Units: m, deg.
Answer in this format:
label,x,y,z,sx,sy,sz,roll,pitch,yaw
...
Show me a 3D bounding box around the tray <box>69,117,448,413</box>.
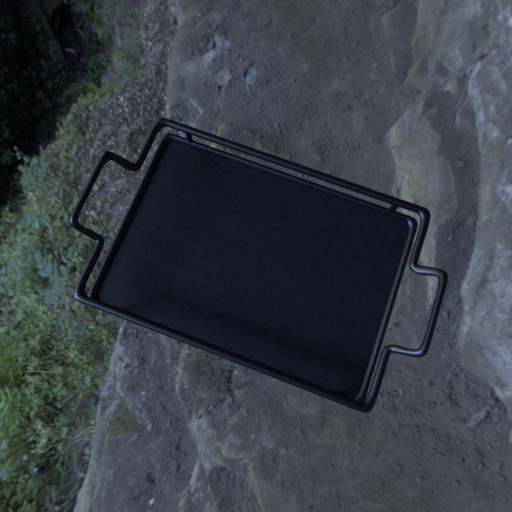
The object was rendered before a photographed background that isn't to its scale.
label,x,y,z,sx,sy,sz,roll,pitch,yaw
tray,0.000,0.000,0.625,0.495,0.101,0.297,20,77,5
